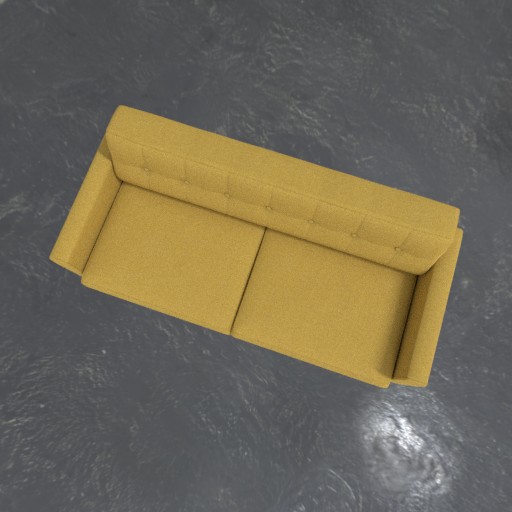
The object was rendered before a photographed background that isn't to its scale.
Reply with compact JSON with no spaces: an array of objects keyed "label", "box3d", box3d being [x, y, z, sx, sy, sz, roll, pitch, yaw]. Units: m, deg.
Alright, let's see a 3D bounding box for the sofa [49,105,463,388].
[{"label":"sofa","box3d":[0.000,0.000,2.474,2.029,0.841,0.909,18,77,4]}]
